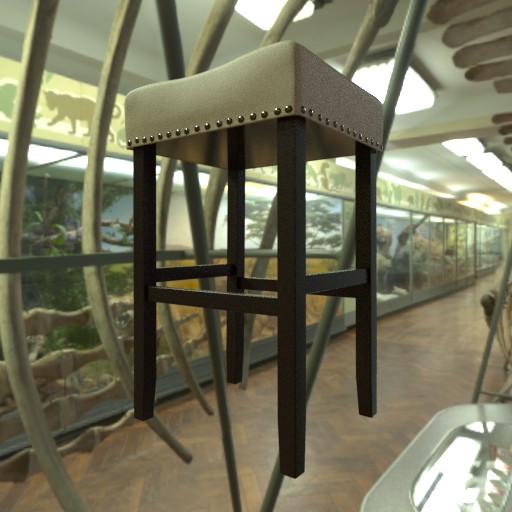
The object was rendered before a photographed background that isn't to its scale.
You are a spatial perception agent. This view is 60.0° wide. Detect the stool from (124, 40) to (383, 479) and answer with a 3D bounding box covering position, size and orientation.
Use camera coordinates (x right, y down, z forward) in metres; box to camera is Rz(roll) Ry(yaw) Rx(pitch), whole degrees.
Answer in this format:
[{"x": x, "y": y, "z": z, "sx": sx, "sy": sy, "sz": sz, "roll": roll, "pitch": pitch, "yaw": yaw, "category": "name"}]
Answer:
[{"x": 0.000, "y": 0.000, "z": 1.043, "sx": 0.471, "sy": 0.762, "sz": 0.401, "roll": 1, "pitch": 2, "yaw": 37, "category": "stool"}]
